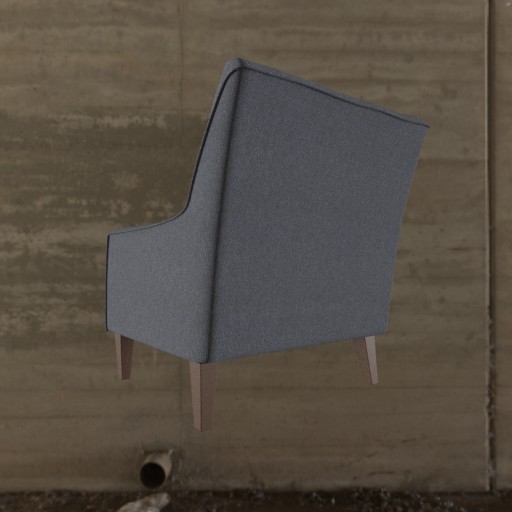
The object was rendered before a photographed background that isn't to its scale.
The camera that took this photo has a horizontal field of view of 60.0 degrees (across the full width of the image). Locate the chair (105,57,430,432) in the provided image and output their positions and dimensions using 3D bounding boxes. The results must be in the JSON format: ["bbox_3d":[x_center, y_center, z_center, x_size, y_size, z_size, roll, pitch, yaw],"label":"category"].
[{"bbox_3d":[0.000,0.000,1.573,0.780,0.919,0.899,0,0,-37],"label":"chair"}]
